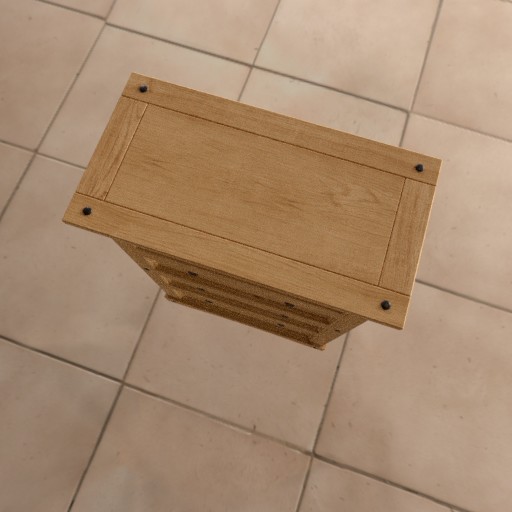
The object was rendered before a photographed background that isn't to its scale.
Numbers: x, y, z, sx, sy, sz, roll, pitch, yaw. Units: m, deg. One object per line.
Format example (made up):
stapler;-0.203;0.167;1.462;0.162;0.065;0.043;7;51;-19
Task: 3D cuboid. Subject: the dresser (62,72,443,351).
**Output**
dresser;0.000;0.000;1.804;0.915;1.300;0.485;17;75;5
